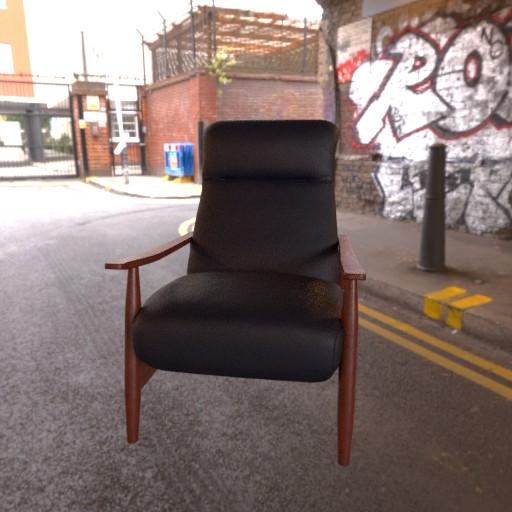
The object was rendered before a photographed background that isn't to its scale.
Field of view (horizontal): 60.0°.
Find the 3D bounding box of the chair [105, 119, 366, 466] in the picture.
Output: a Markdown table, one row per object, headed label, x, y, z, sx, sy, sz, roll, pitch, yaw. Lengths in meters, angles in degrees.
| label | x | y | z | sx | sy | sz | roll | pitch | yaw |
| --- | --- | --- | --- | --- | --- | --- | --- | --- | --- |
| chair | 0.000 | 0.000 | 1.758 | 0.762 | 1.082 | 1.014 | 2 | 14 | 9 |
